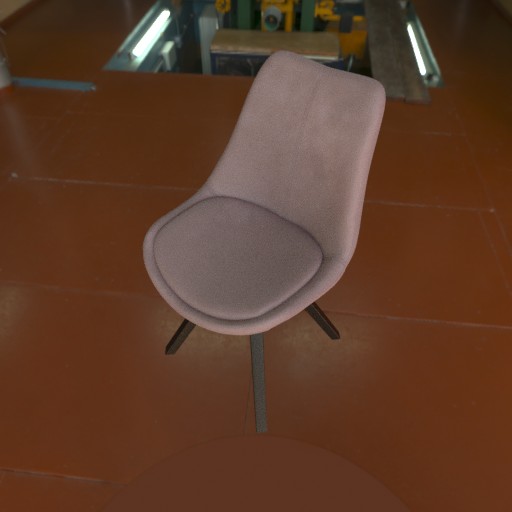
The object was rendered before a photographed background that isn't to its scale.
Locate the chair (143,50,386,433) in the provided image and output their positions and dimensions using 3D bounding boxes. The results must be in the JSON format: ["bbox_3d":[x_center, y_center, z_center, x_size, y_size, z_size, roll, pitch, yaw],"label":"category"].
[{"bbox_3d":[0.000,0.000,1.192,0.483,0.865,0.547,32,54,27],"label":"chair"}]
